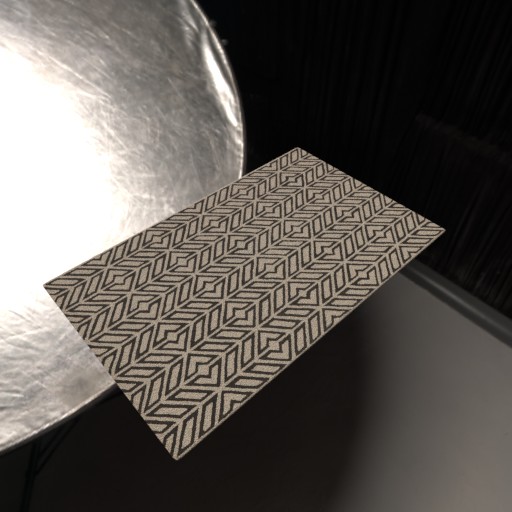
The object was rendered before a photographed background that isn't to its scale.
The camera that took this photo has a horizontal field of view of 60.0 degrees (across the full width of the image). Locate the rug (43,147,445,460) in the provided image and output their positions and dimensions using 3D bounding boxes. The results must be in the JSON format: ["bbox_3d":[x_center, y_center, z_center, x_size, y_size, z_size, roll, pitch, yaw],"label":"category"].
[{"bbox_3d":[0.000,0.000,3.105,2.438,0.008,1.523,-33,55,-28],"label":"rug"}]
